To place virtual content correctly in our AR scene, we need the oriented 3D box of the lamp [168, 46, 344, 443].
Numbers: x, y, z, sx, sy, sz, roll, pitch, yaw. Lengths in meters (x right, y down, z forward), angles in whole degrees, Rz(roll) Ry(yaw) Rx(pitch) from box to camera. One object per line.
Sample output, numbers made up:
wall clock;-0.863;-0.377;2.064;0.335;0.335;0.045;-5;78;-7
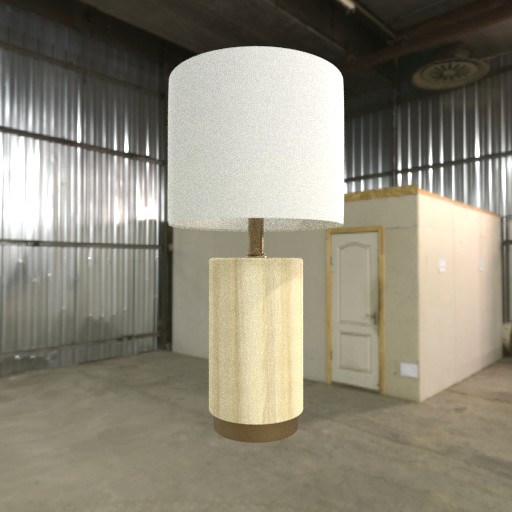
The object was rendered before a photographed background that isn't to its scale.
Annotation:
lamp;0.000;0.000;0.583;0.228;0.444;0.228;0;-1;-18
